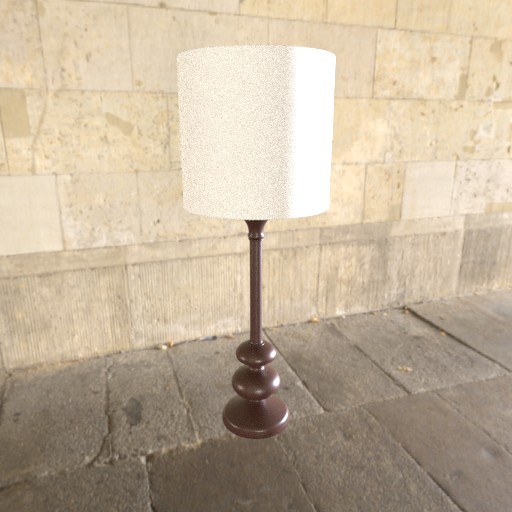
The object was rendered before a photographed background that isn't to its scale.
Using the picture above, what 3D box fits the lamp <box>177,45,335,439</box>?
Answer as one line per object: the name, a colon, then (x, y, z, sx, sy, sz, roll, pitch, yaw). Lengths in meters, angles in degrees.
lamp: (0.000, 0.000, 0.811, 0.254, 0.690, 0.254, 8, 18, 25)
